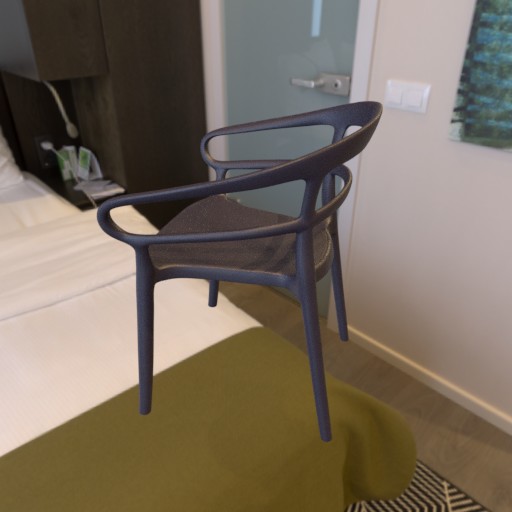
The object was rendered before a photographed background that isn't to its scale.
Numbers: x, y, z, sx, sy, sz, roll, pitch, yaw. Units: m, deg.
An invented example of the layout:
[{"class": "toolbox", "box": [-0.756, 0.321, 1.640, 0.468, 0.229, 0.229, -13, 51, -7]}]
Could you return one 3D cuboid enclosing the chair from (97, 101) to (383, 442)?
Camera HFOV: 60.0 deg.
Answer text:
[{"class": "chair", "box": [0.000, 0.000, 1.137, 0.527, 0.761, 0.559, 8, 31, 14]}]
